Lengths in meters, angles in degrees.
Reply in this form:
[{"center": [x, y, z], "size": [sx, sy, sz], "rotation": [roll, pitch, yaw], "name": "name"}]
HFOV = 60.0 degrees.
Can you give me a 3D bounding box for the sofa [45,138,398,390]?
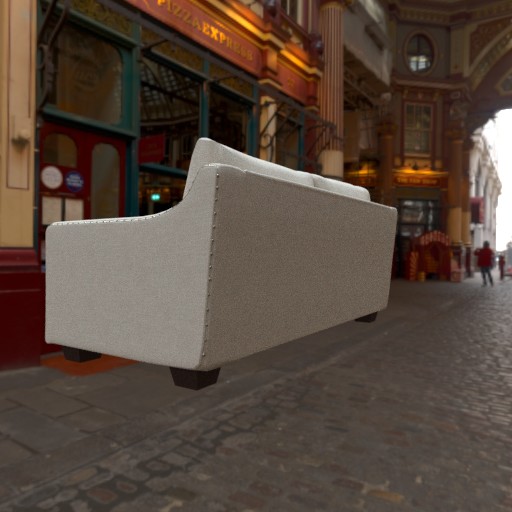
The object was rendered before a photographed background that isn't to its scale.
[{"center": [0.000, 0.000, 2.702], "size": [1.104, 0.983, 2.107], "rotation": [1, 1, 34], "name": "sofa"}]
